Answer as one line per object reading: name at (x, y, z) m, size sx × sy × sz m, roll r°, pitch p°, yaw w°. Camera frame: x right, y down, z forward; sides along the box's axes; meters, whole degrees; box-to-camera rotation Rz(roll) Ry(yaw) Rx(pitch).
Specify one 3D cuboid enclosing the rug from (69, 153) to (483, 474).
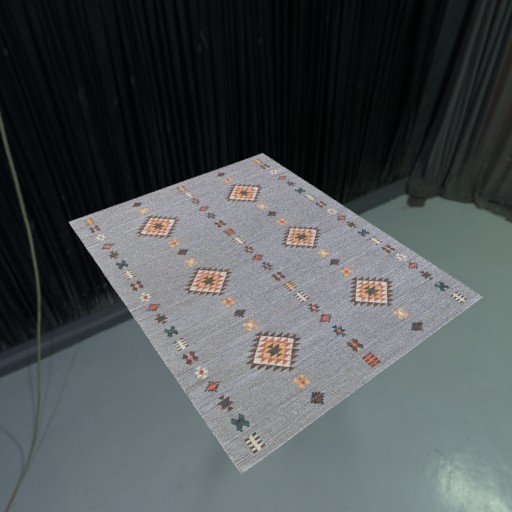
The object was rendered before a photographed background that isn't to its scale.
rug at (0.000, 0.000, 4.047) m, size 2.425 × 0.008 × 3.035 m, roll -26°, pitch 47°, yaw -26°
